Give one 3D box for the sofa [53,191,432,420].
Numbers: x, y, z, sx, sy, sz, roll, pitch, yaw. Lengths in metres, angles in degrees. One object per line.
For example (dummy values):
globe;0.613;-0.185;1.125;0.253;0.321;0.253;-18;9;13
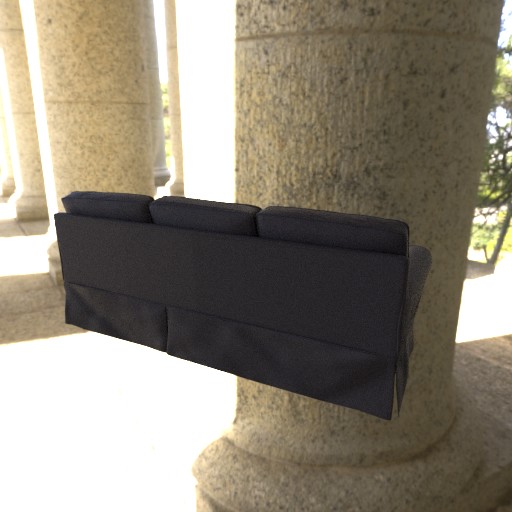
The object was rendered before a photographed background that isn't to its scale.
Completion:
sofa;0.000;0.000;3.377;2.518;1.039;1.637;9;18;27
